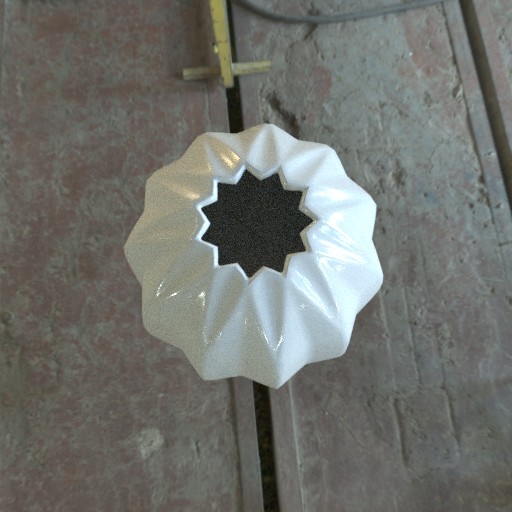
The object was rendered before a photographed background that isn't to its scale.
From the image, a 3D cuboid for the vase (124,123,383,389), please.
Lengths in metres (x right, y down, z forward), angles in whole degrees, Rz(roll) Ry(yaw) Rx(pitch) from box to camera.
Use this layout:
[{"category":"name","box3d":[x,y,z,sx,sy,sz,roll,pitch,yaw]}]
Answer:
[{"category":"vase","box3d":[0.000,0.000,0.241,0.139,0.134,0.139,0,77,0]}]
